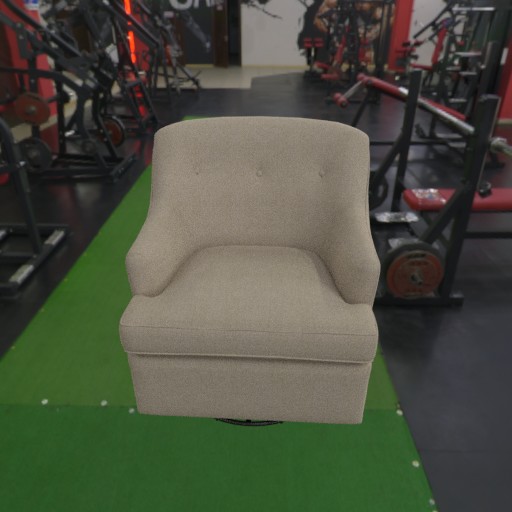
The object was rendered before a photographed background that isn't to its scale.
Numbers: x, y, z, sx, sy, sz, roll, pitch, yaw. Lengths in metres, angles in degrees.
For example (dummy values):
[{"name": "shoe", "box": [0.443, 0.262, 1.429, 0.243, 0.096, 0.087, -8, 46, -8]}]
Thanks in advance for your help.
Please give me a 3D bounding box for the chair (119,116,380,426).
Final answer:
[{"name": "chair", "box": [0.000, 0.000, 1.672, 0.864, 0.856, 0.923, 2, 29, 3]}]
